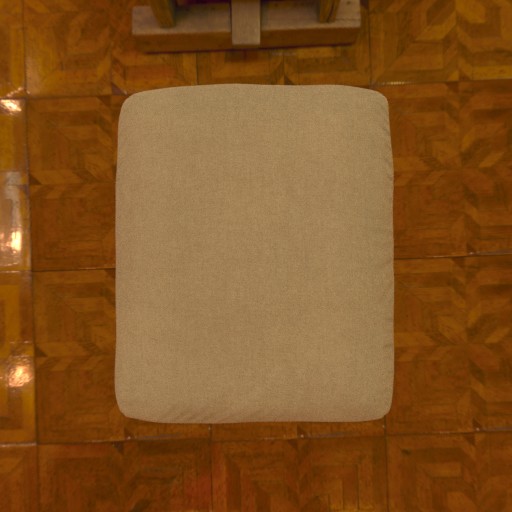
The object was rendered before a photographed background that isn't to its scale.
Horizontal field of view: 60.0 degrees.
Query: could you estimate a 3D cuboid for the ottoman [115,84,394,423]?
[{"bbox_3d":[0.000,0.000,1.209,0.683,0.481,0.837,0,90,1],"label":"ottoman"}]
